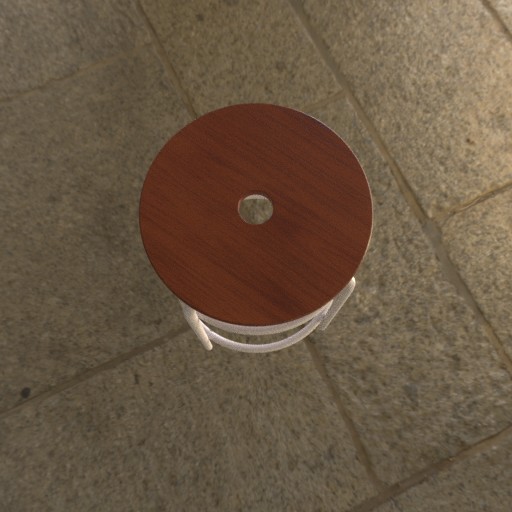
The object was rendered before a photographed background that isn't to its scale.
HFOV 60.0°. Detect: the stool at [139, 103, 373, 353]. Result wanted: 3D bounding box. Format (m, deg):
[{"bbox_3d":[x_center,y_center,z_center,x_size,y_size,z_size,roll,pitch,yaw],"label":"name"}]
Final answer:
[{"bbox_3d":[0.000,0.000,0.928,0.455,0.610,0.455,35,79,8],"label":"stool"}]
